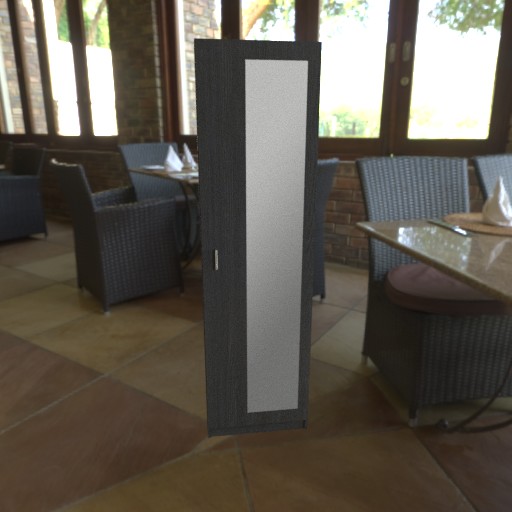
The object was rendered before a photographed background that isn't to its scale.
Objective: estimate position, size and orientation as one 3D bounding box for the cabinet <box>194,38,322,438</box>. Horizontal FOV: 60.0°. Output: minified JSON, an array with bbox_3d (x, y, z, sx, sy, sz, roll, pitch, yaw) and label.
[{"bbox_3d":[0.000,0.000,2.048,0.500,1.790,0.230,-2,16,-8],"label":"cabinet"}]
